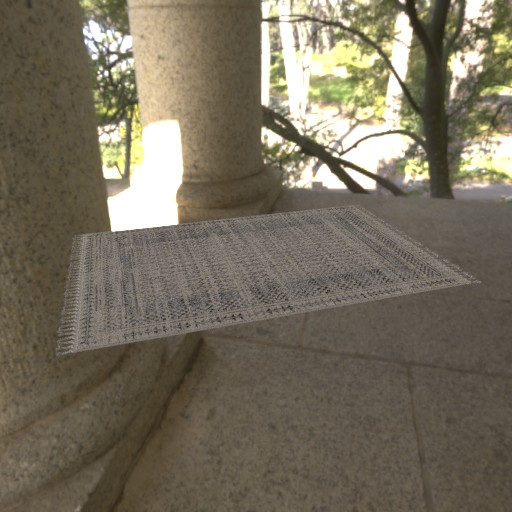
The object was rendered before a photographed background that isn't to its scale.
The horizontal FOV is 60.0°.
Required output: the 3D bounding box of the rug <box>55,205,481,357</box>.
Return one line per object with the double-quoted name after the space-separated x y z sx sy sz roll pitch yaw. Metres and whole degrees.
0.000 0.000 3.083 2.486 0.013 1.548 -8 27 -15 "rug"
